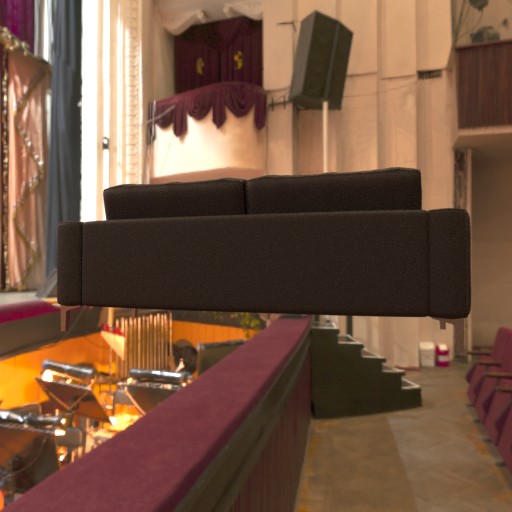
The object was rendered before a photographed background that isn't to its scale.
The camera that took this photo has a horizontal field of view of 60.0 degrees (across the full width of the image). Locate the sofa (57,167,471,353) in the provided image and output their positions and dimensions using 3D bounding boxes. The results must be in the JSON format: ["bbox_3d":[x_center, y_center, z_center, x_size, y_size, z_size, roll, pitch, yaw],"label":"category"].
[{"bbox_3d":[0.000,0.000,2.686,2.275,0.893,0.833,0,-1,17],"label":"sofa"}]
